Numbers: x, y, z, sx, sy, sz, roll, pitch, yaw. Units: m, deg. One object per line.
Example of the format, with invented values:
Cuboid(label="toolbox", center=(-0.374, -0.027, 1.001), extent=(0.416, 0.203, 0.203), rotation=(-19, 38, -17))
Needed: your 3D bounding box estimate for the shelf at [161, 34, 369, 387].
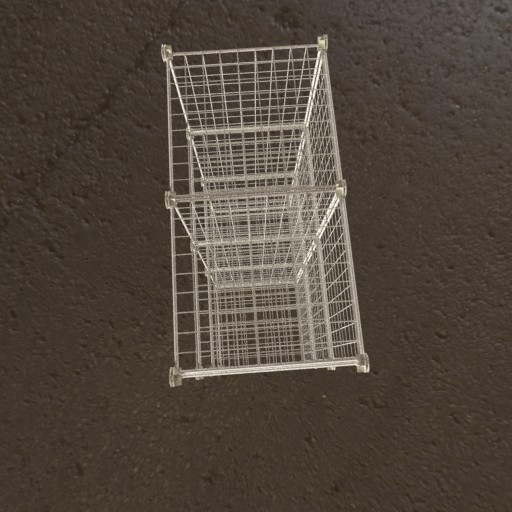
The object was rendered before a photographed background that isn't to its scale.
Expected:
Cuboid(label="shelf", center=(0.000, 0.000, 1.383), extent=(0.356, 1.067, 0.711), rotation=(-4, 76, -1))
